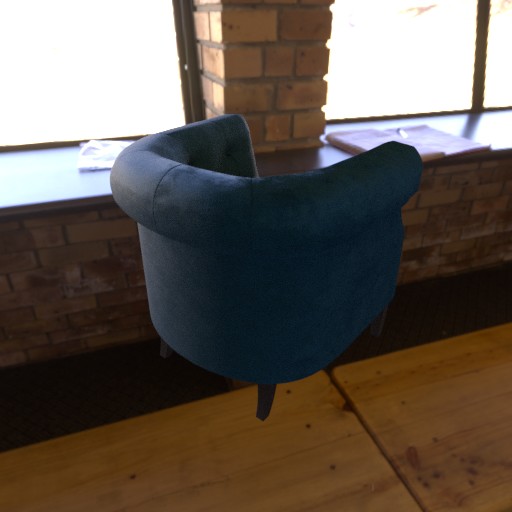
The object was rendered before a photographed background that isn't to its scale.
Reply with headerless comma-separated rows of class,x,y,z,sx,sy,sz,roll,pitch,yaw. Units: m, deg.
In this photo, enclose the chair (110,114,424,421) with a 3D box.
chair,0.000,0.000,1.594,0.904,0.826,0.851,21,35,33
